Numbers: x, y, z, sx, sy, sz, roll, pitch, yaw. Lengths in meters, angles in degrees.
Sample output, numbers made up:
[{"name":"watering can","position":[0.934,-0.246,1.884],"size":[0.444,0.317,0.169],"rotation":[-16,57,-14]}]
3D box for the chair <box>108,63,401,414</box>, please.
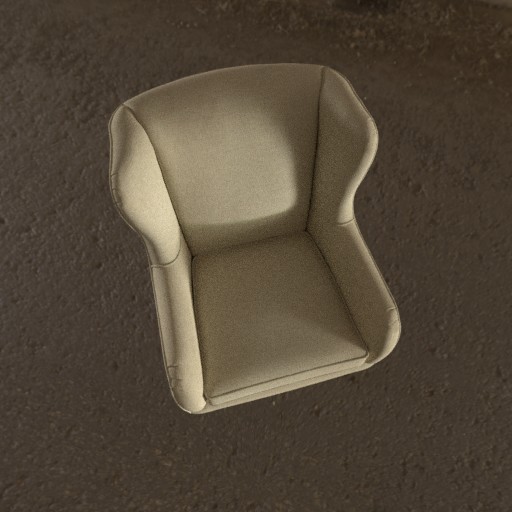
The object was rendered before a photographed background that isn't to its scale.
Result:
[{"name":"chair","position":[0.000,0.000,1.732],"size":[0.838,1.040,0.966],"rotation":[-13,63,-7]}]
